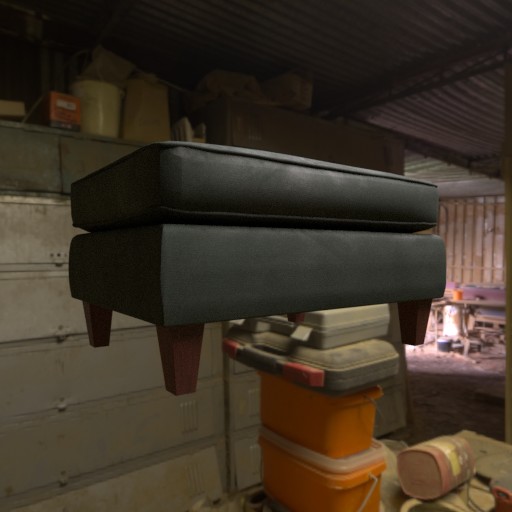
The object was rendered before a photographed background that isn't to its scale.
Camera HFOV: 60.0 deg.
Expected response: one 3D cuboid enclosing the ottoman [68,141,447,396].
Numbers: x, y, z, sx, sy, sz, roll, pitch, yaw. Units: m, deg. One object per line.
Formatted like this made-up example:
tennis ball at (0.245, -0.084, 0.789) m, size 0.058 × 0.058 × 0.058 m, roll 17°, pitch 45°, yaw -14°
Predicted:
ottoman at (0.000, 0.000, 1.231) m, size 0.864 × 0.495 × 0.632 m, roll 0°, pitch 1°, yaw -36°
